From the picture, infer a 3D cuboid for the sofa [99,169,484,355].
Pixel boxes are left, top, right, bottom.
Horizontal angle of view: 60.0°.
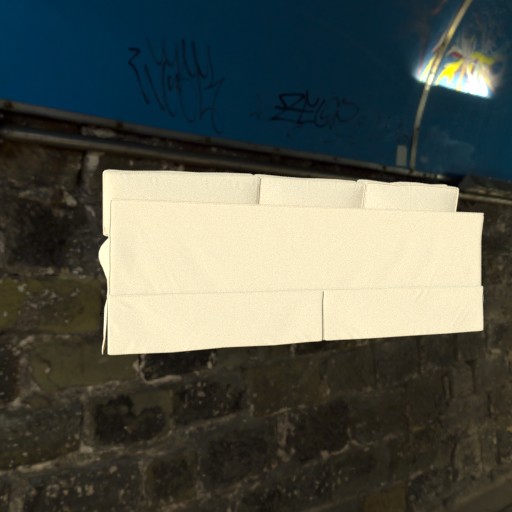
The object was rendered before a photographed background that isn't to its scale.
[{"bbox_3d":[0.000,0.000,3.965,2.597,1.070,2.591,0,0,-18],"label":"sofa"}]
